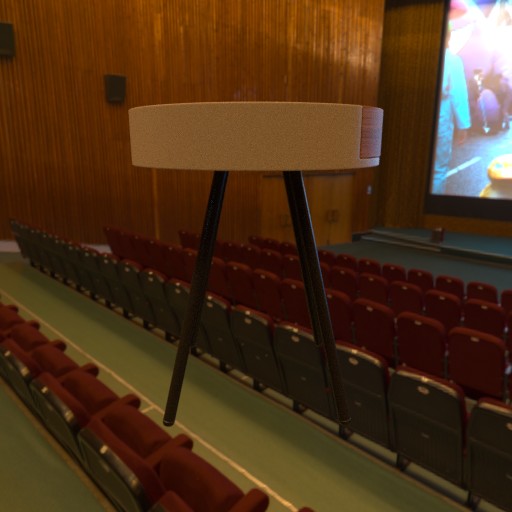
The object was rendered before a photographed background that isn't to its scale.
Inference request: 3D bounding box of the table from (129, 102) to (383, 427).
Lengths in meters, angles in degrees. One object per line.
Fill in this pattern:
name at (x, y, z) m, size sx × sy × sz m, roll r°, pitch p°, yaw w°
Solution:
table at (0.000, 0.000, 0.849) m, size 0.450 × 0.525 × 0.450 m, roll 0°, pitch 15°, yaw 0°
